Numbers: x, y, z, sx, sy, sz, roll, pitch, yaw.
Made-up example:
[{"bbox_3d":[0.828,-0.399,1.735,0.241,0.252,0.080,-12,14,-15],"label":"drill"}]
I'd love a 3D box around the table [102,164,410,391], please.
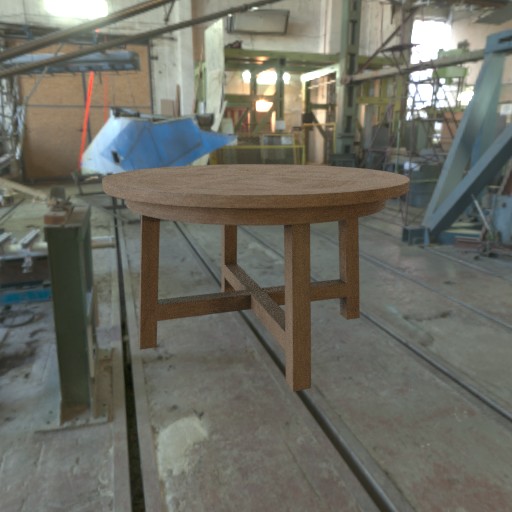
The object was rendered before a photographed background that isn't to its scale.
[{"bbox_3d":[0.000,0.000,2.105,1.319,0.762,1.319,0,16,0],"label":"table"}]
